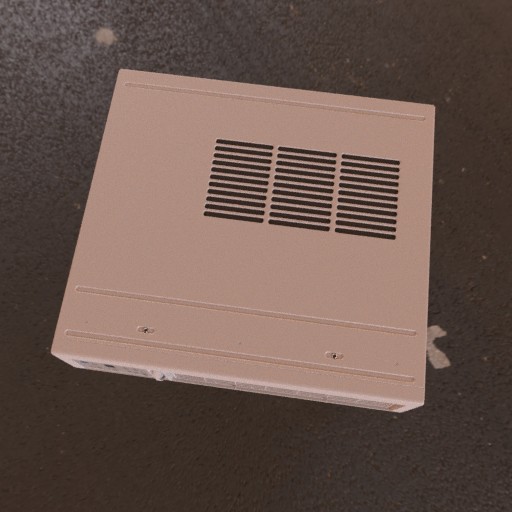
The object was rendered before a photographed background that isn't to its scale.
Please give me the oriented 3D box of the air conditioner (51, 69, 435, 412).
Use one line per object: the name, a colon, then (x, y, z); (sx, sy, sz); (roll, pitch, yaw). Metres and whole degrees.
air conditioner: (0.000, 0.000, 1.040); (0.645, 0.455, 0.599); (7, 76, 2)
